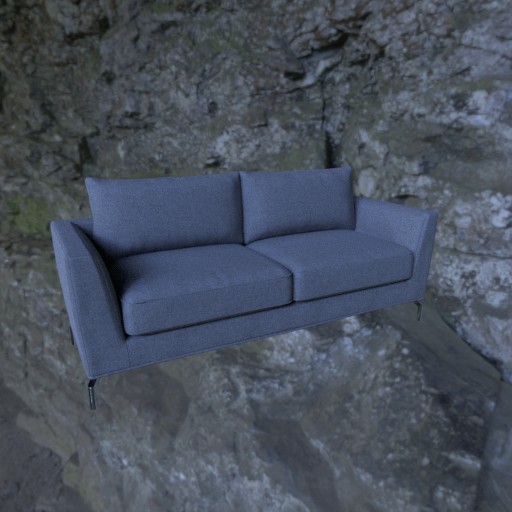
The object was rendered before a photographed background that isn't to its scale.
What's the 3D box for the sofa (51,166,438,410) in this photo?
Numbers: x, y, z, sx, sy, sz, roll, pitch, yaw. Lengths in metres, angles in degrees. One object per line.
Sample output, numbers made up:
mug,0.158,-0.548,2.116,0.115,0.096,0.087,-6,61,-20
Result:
sofa,0.000,0.000,2.727,2.212,1.002,0.869,-8,18,-27
